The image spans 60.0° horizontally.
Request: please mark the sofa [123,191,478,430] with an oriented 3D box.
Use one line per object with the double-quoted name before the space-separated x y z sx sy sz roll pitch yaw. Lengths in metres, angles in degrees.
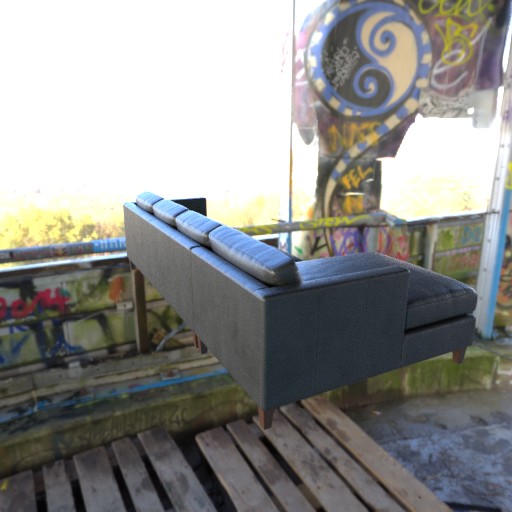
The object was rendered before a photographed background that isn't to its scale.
"sofa" 0.000 0.000 3.826 1.581 0.883 3.203 -8 18 -26
